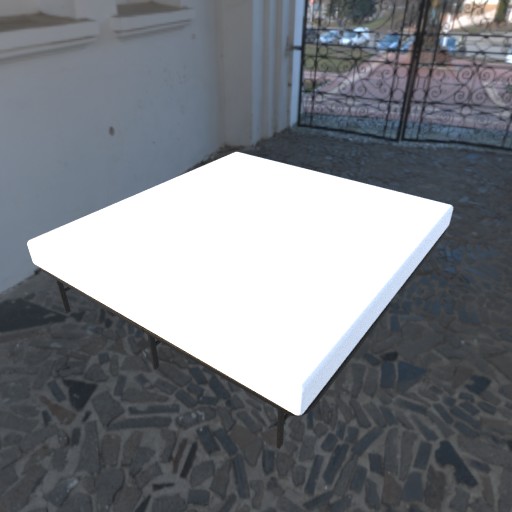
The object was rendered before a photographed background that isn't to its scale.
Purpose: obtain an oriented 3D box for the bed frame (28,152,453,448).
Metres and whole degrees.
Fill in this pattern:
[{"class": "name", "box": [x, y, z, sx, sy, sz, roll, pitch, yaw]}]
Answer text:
[{"class": "bed frame", "box": [0.000, 0.000, 2.995, 1.935, 0.525, 2.033, 21, 38, 30]}]
